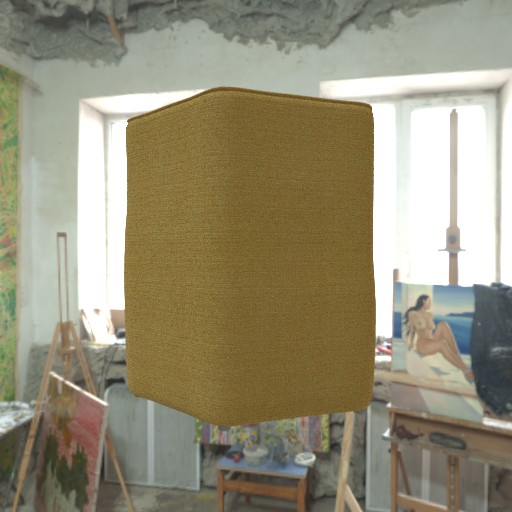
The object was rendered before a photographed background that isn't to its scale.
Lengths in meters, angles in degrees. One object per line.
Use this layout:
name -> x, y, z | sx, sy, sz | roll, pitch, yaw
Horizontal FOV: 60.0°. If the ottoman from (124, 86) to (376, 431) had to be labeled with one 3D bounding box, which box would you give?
ottoman -> 0.000, 0.000, 0.863 | 0.494, 0.502, 0.443 | 0, 0, -18
